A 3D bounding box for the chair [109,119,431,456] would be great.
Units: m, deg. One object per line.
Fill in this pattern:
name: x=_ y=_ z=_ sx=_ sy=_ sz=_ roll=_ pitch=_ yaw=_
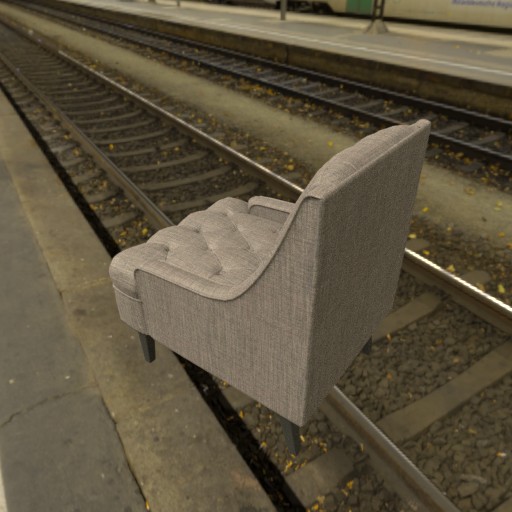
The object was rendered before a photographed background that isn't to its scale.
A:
chair: x=0.000 y=0.000 z=1.455 sx=0.771 sy=0.891 sz=0.655 roll=22 pitch=38 yaw=30
